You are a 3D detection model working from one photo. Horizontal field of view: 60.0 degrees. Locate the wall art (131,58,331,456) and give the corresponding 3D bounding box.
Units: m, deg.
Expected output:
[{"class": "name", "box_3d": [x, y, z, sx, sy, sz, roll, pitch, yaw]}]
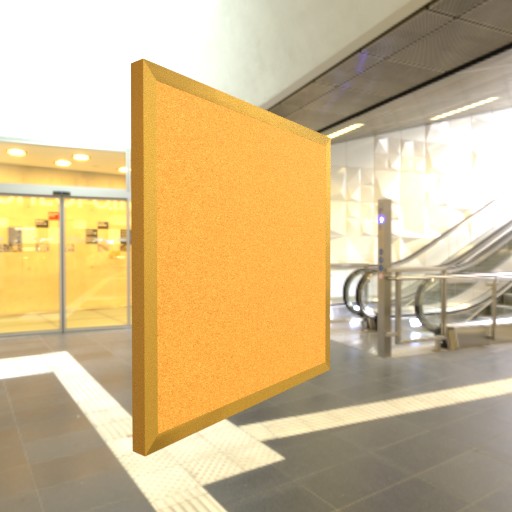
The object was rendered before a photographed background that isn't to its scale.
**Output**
[{"class": "wall art", "box_3d": [0.000, 0.000, 1.163, 0.038, 0.762, 0.762, 1, 1, 37]}]
